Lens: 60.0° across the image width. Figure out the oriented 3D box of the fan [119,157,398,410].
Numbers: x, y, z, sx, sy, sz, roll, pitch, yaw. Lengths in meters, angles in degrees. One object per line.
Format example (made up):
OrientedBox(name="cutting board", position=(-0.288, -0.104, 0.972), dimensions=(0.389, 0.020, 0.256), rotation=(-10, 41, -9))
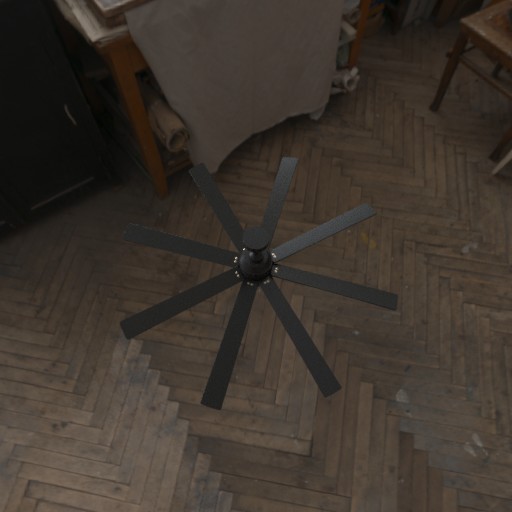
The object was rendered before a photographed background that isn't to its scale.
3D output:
OrientedBox(name="fan", position=(0.000, 0.000, 2.749), dimensions=(1.830, 0.472, 1.830), rotation=(15, 64, 7))
